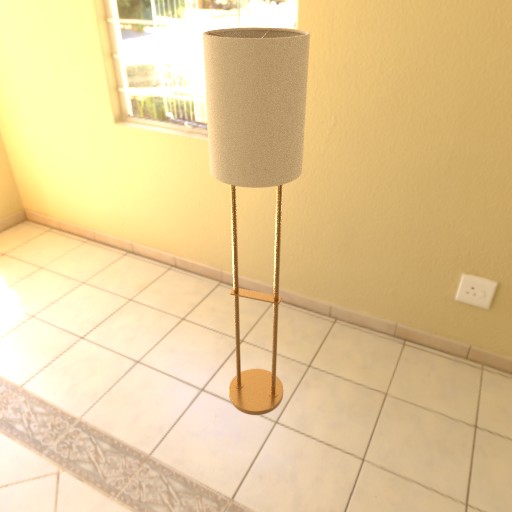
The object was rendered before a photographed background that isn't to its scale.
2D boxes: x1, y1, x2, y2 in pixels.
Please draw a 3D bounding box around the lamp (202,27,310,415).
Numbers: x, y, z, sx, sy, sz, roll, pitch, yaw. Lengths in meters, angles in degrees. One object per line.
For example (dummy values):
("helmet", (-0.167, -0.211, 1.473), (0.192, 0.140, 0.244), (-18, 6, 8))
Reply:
("lamp", (0.000, 0.000, 1.657), (0.306, 1.500, 0.305), (10, 34, 15))
